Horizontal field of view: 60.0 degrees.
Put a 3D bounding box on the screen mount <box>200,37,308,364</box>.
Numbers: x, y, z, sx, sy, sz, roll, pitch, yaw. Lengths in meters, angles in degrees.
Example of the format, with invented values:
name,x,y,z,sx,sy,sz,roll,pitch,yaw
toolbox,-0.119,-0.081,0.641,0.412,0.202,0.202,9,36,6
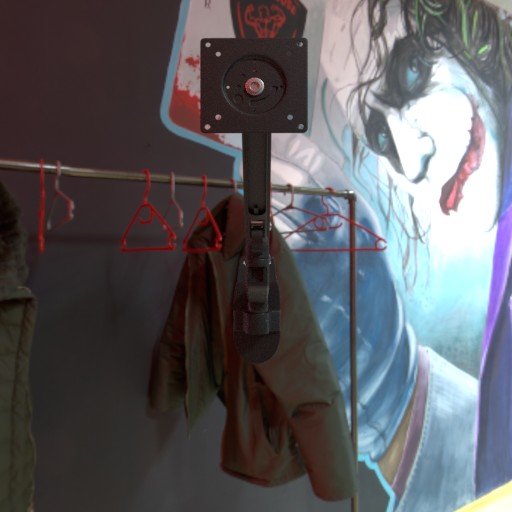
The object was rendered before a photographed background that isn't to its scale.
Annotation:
name,x,y,z,sx,sy,sz,roll,pitch,yaw
screen mount,0.000,0.000,0.721,0.115,0.466,0.495,0,0,0
